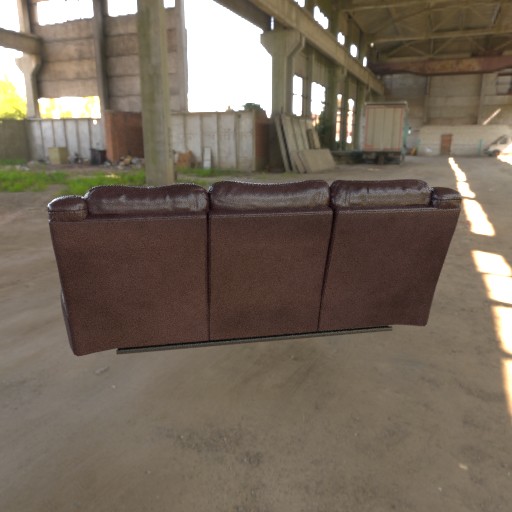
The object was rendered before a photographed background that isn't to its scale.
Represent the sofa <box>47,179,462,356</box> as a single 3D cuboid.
[{"bbox_3d":[0.000,0.000,2.865,2.337,1.043,0.991,-3,15,-11],"label":"sofa"}]
